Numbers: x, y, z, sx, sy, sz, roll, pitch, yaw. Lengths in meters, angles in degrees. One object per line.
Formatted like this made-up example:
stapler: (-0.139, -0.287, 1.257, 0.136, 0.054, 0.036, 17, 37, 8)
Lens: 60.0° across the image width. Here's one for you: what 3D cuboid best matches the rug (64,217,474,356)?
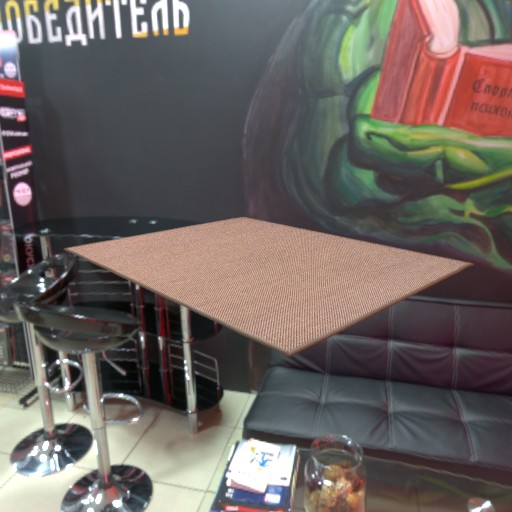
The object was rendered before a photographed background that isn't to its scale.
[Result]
rug: (0.000, 0.000, 4.141, 2.413, 0.020, 3.041, -15, 21, -42)
